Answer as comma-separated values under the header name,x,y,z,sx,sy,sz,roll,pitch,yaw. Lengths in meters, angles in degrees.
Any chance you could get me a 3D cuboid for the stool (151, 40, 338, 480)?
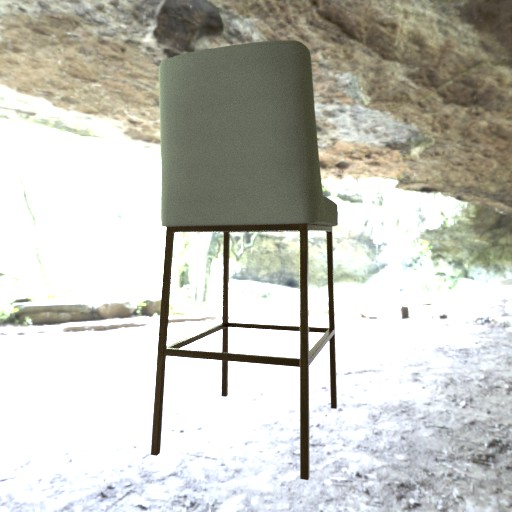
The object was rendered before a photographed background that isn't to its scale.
name,x,y,z,sx,sy,sz,roll,pitch,yaw
stool,0.000,0.000,1.387,0.462,1.084,0.546,0,1,18
